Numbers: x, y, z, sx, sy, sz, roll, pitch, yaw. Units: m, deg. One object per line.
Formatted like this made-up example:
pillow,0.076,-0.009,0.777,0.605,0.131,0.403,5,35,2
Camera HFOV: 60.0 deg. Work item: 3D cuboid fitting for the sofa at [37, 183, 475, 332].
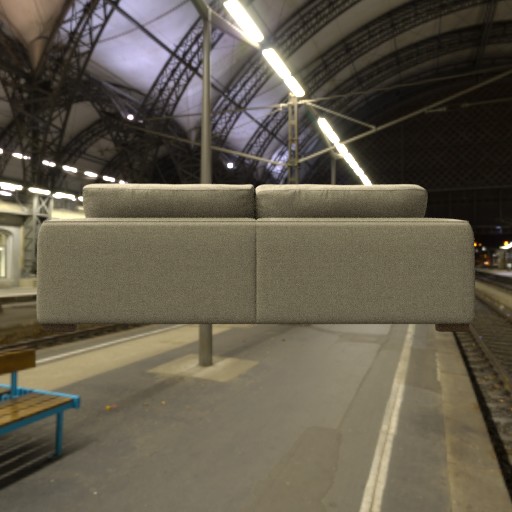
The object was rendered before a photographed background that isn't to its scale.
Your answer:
sofa,0.000,0.000,2.788,2.262,0.801,1.070,0,-1,0
